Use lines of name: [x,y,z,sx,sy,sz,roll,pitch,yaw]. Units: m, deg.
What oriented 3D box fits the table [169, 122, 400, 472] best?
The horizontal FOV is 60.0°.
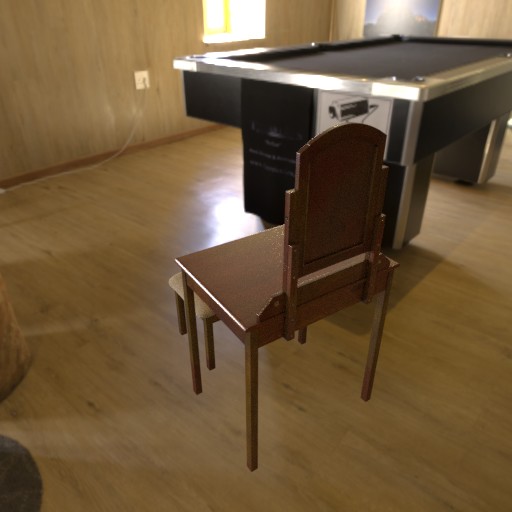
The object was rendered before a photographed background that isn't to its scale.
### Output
table: [0.000,0.000,2.369,0.876,1.631,1.211,-19,35,-29]
